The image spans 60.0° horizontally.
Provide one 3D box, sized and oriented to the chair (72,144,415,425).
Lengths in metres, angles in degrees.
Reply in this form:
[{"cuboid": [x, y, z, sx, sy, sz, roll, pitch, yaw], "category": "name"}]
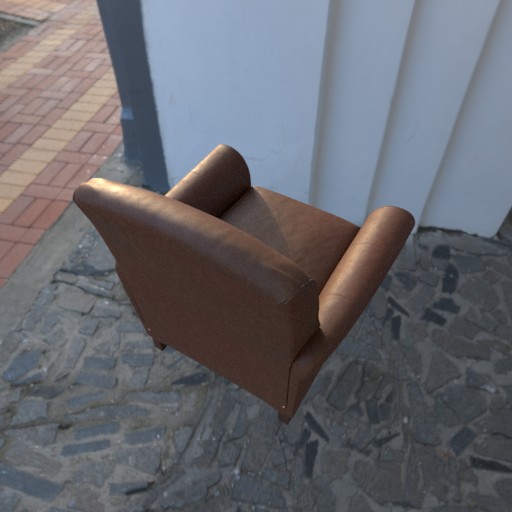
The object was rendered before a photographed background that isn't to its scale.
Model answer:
[{"cuboid": [0.000, 0.000, 1.760, 0.978, 1.061, 0.902, 24, 52, 20], "category": "chair"}]
